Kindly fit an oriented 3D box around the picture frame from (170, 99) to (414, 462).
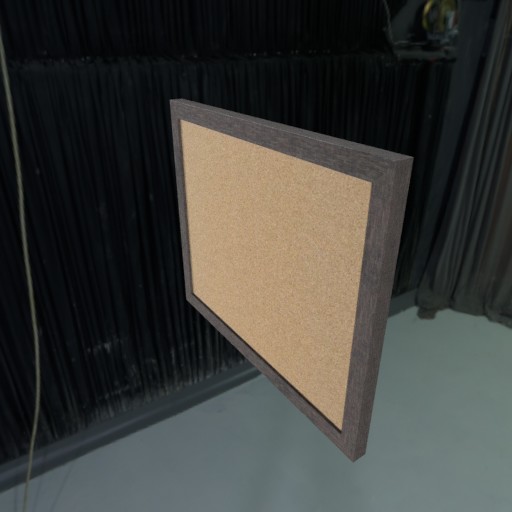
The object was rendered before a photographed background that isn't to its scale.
[{"bbox_3d":[0.000,0.000,0.764,0.026,0.455,0.546,-17,32,-30],"label":"picture frame"}]
